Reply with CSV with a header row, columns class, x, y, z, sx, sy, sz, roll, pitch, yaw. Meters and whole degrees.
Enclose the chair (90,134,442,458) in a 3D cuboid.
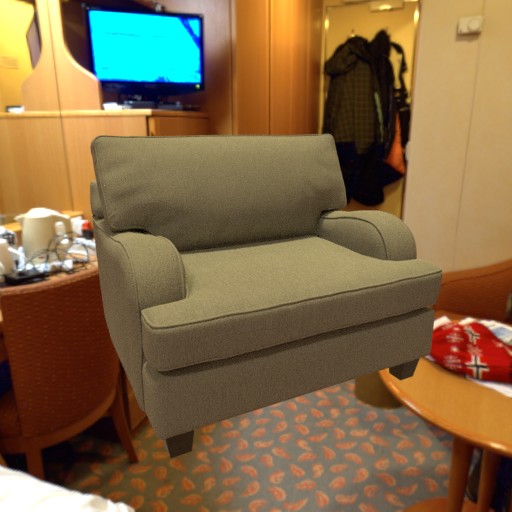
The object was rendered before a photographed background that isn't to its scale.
class,x,y,z,sx,sy,sz,roll,pitch,yaw
chair,0.000,0.000,1.930,1.220,1.016,1.041,-8,18,-26
